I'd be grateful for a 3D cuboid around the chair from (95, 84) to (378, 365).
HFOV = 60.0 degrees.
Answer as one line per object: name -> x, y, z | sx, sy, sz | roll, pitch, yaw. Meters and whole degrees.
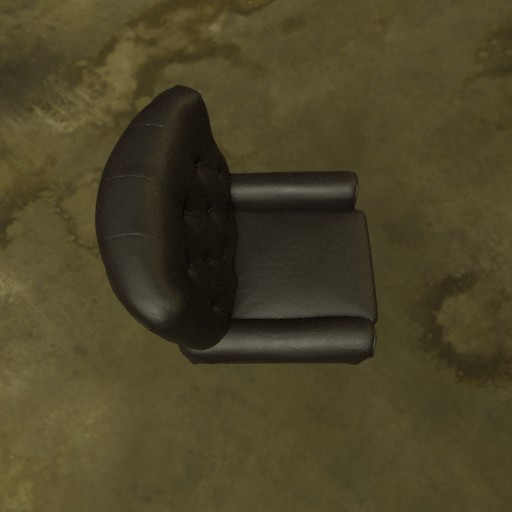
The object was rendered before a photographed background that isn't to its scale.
chair -> 0.000, 0.000, 1.932 | 1.058, 1.158, 0.948 | 0, 66, 0
